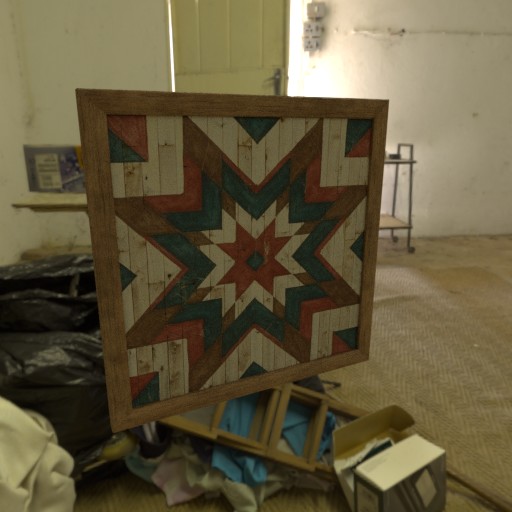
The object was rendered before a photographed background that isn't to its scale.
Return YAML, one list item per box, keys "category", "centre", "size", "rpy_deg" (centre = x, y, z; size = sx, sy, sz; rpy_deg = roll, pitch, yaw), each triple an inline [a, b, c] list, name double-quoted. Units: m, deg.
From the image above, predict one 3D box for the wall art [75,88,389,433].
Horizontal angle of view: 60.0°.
- category: "wall art"
  centre: [0.000, 0.000, 1.010]
  size: [0.695, 0.691, 0.029]
  rpy_deg: [-8, 18, -25]
